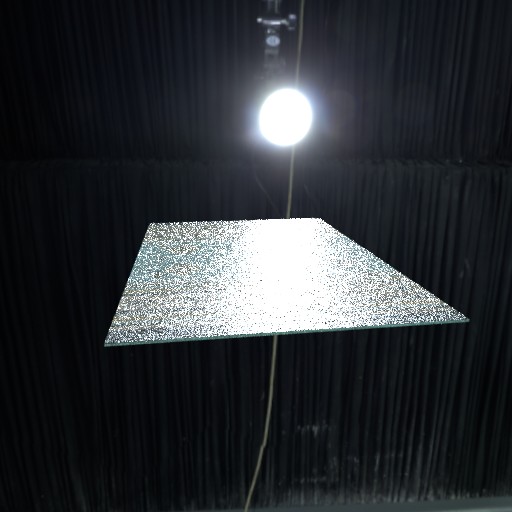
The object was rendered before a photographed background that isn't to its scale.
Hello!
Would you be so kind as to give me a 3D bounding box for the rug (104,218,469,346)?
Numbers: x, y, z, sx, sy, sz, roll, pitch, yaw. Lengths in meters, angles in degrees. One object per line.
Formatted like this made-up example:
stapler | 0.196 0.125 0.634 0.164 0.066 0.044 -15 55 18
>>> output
rug | 0.000 0.000 2.300 1.212 0.010 1.811 -2 16 -8
